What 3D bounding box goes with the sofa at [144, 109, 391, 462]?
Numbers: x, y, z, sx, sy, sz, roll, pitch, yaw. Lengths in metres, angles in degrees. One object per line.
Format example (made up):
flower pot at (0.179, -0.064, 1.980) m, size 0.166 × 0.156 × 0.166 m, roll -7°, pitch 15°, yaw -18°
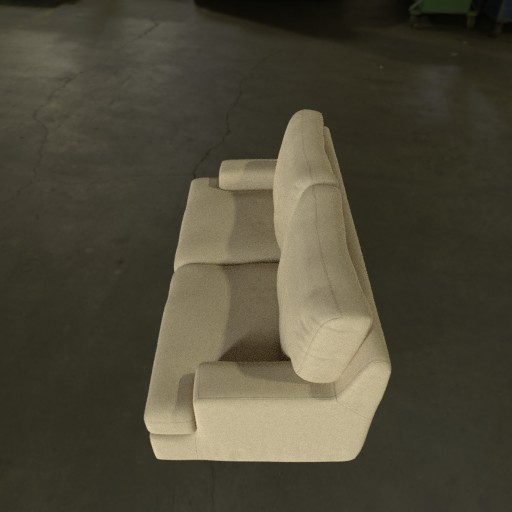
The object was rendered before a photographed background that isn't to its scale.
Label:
sofa at (0.000, 0.000, 2.432) m, size 0.962 × 0.967 × 1.885 m, roll 0°, pitch 42°, yaw 0°
